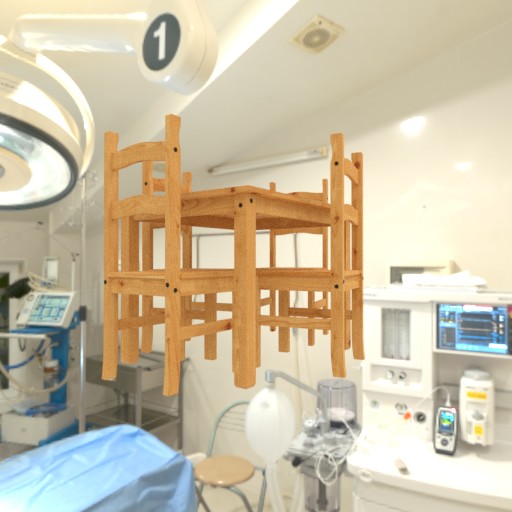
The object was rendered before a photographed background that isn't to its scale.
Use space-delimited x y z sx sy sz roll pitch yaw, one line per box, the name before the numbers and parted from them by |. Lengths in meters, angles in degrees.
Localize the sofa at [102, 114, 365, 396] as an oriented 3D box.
sofa | 0.000 0.000 2.282 1.144 1.000 1.529 0 -1 36
